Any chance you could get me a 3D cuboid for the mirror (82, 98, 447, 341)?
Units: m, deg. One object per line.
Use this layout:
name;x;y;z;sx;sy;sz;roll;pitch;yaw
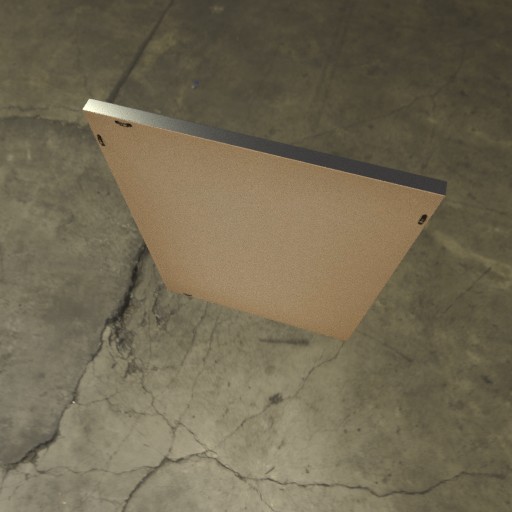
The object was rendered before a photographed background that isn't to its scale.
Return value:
mirror;0.000;0.000;1.354;0.762;1.016;0.040;15;65;7
